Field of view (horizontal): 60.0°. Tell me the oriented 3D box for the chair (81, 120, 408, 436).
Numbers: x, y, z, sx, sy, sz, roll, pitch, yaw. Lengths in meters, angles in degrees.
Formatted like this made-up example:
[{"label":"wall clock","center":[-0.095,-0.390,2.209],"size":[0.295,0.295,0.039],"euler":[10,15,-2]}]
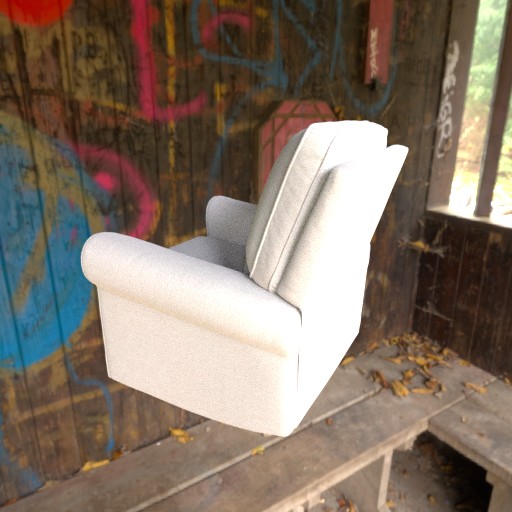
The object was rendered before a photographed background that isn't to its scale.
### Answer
[{"label":"chair","center":[0.000,0.000,1.628],"size":[0.878,0.960,0.890],"euler":[10,21,27]}]
